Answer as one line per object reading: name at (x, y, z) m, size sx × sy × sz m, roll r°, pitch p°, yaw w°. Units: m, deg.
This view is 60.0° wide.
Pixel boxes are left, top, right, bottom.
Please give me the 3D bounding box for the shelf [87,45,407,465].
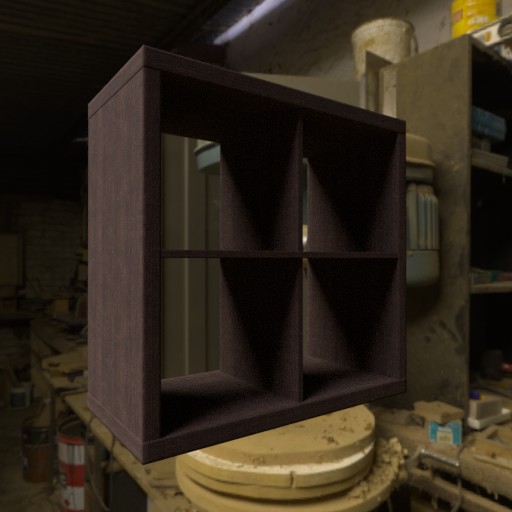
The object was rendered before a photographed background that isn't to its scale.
shelf at (0.000, 0.000, 1.215) m, size 0.790 × 0.786 × 0.390 m, roll 0°, pitch -1°, yaw -35°
